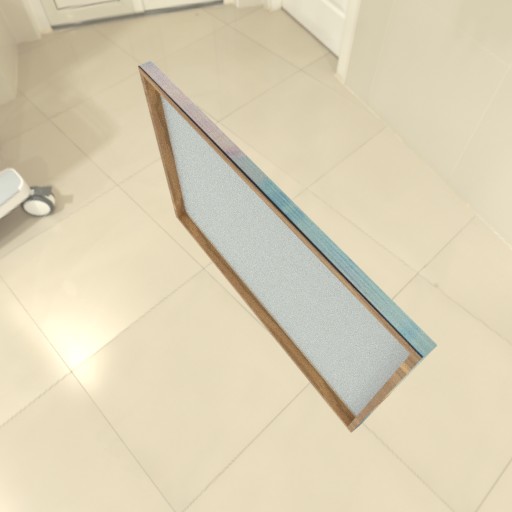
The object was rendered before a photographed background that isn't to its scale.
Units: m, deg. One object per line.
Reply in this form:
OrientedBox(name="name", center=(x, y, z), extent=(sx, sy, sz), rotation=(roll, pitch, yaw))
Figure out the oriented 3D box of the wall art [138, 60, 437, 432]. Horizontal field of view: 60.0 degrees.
OrientedBox(name="wall art", center=(0.000, 0.000, 1.143), extent=(0.037, 0.605, 0.911), rotation=(-32, 63, -18))
